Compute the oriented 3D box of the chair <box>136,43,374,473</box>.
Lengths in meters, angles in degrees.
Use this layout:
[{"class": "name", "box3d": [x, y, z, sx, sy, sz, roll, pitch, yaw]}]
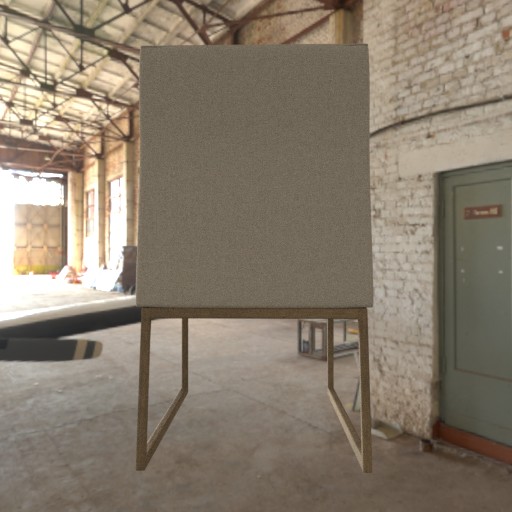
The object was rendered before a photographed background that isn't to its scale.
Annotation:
[{"class": "chair", "box3d": [0.000, 0.000, 1.146, 0.508, 0.863, 0.522, 0, 0, 1]}]
